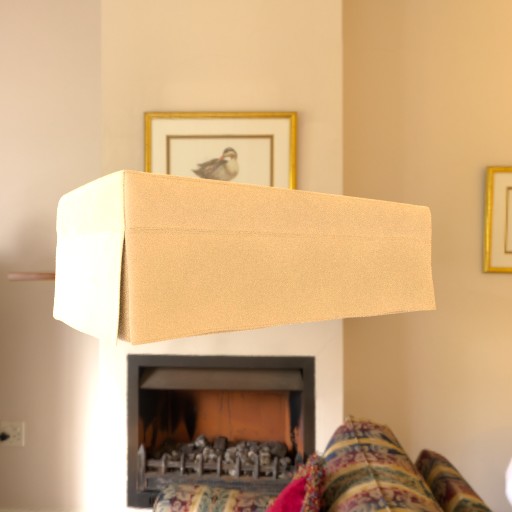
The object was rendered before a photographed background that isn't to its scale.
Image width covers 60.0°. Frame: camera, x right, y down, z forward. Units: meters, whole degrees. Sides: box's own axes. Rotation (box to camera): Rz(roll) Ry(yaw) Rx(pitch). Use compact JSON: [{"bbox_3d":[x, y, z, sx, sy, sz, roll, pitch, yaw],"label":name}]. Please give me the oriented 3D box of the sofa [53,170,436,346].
[{"bbox_3d":[0.000,0.000,2.141,1.677,0.552,0.939,0,-1,-36],"label":"sofa"}]
